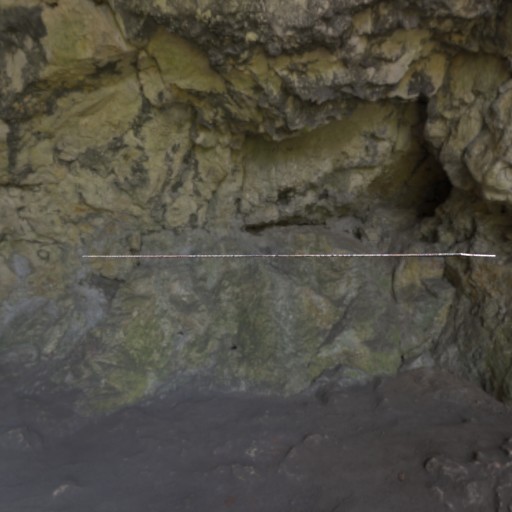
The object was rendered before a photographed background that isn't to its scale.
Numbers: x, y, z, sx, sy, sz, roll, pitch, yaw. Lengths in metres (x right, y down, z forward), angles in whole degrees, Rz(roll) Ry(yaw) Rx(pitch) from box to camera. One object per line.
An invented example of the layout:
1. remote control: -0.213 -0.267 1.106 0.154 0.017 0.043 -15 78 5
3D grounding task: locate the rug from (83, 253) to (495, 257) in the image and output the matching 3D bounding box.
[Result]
1. rug: 0.000 0.000 2.654 2.443 0.009 0.771 0 0 37
